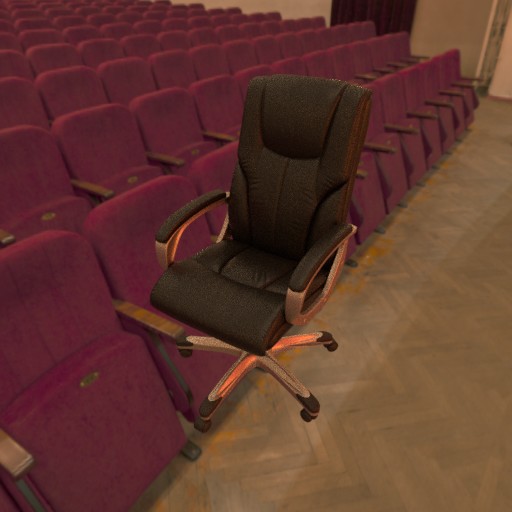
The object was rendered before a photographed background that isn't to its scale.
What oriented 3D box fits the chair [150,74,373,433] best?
[{"bbox_3d":[0.000,0.000,1.628,0.700,1.145,0.780,19,36,28],"label":"chair"}]
